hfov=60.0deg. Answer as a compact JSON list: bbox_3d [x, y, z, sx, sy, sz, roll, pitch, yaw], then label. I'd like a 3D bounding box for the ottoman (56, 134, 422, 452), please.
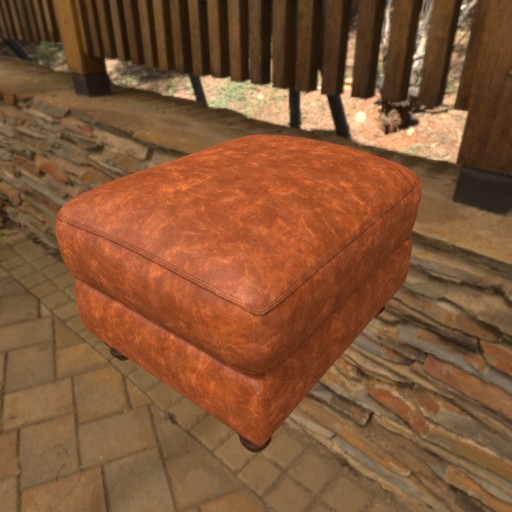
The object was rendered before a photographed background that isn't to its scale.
[{"bbox_3d":[0.000,0.000,1.245,0.657,0.562,0.832,21,37,32],"label":"ottoman"}]
